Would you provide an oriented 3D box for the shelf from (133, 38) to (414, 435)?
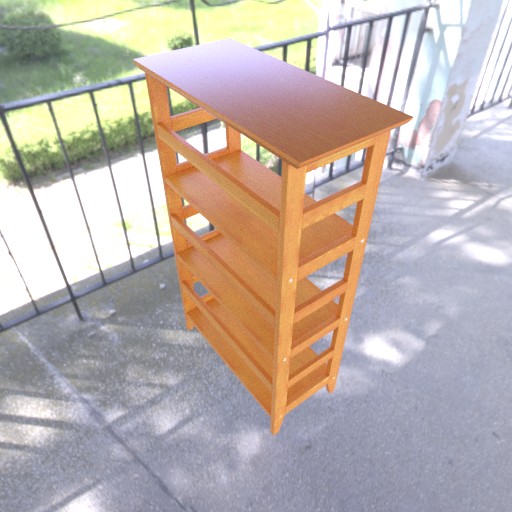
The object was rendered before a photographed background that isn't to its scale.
[{"bbox_3d":[0.000,0.000,1.382,0.305,1.067,0.660,-27,48,-27],"label":"shelf"}]
